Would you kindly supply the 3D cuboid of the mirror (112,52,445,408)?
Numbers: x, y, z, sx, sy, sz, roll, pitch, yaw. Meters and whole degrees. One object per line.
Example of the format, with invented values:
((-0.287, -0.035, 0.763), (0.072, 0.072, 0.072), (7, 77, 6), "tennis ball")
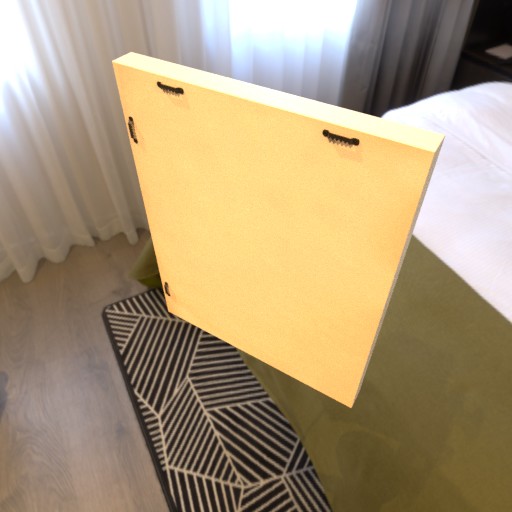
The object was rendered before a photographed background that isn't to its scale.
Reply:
((0.000, 0.000, 0.672), (0.406, 0.509, 0.041), (23, 50, 22), "mirror")
